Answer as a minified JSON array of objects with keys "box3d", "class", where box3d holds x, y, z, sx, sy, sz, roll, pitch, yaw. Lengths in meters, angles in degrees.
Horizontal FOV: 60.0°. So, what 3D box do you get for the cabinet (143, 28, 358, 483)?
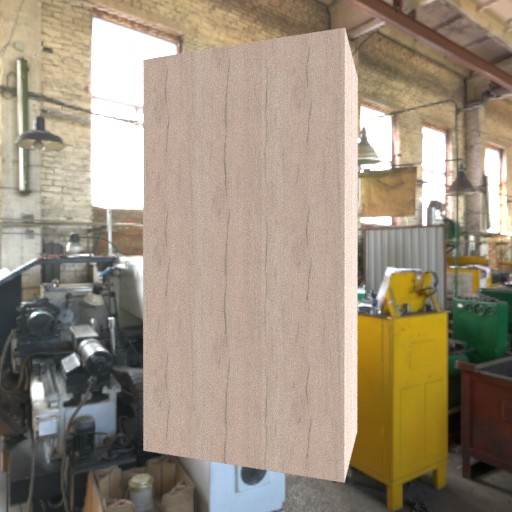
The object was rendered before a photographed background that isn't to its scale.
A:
[{"box3d":[0.000,0.000,2.301,0.980,1.930,0.580,0,0,18],"class":"cabinet"}]
